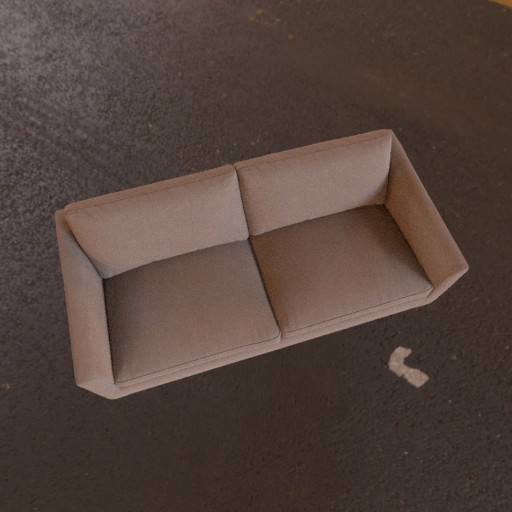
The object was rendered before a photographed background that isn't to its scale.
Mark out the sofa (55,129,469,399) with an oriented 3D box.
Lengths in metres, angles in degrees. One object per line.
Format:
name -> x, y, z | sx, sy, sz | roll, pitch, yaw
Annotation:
sofa -> 0.000, 0.000, 2.802 | 2.588, 0.838, 1.090 | -15, 65, -7
